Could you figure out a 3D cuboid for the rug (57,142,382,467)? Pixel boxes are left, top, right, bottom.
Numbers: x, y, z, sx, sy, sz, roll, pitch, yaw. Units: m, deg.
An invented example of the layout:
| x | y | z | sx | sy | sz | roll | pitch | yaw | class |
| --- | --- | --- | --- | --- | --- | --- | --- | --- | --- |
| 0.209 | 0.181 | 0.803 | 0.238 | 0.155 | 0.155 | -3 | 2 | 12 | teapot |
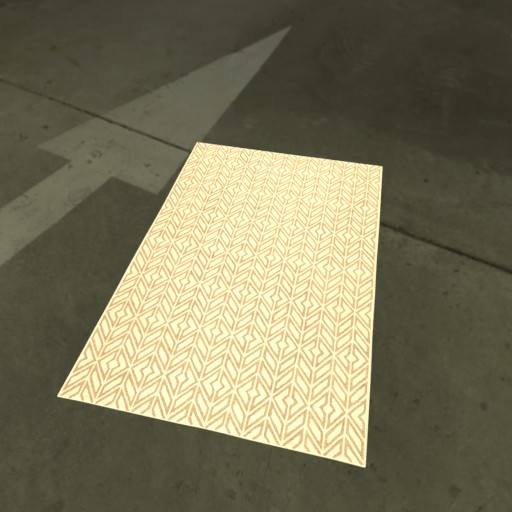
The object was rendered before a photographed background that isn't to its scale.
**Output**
| x | y | z | sx | sy | sz | roll | pitch | yaw | class |
| --- | --- | --- | --- | --- | --- | --- | --- | --- | --- |
| 0.000 | 0.000 | 2.281 | 1.220 | 0.007 | 1.828 | 9 | 49 | 8 | rug |
